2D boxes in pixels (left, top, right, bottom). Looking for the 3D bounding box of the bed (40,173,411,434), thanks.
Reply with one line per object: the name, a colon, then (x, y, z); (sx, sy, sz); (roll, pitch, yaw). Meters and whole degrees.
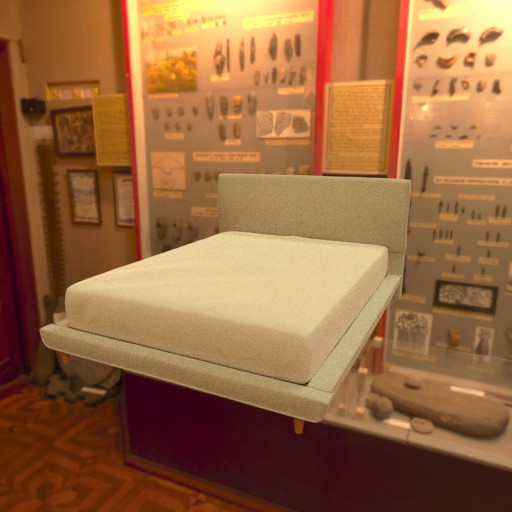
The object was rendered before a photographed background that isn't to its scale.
bed: (0.000, 0.000, 3.514); (1.980, 1.126, 2.498); (7, 16, 25)
